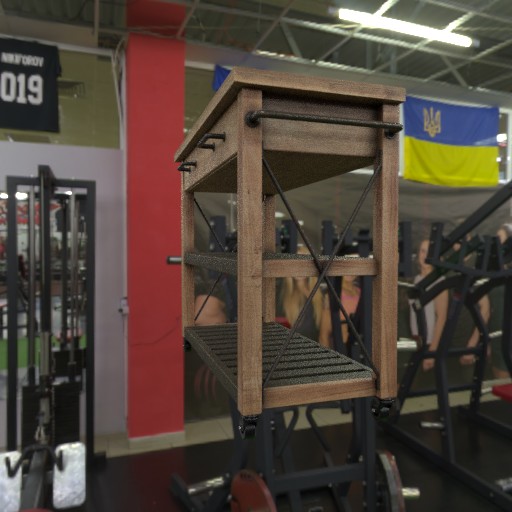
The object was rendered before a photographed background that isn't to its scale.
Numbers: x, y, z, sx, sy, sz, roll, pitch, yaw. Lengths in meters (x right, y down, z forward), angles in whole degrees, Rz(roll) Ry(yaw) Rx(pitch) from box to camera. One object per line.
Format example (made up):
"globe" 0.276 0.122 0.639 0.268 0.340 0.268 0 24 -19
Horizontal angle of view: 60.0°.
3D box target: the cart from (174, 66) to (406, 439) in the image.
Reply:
"cart" 0.000 0.000 0.981 0.298 0.554 0.686 0 2 -18
